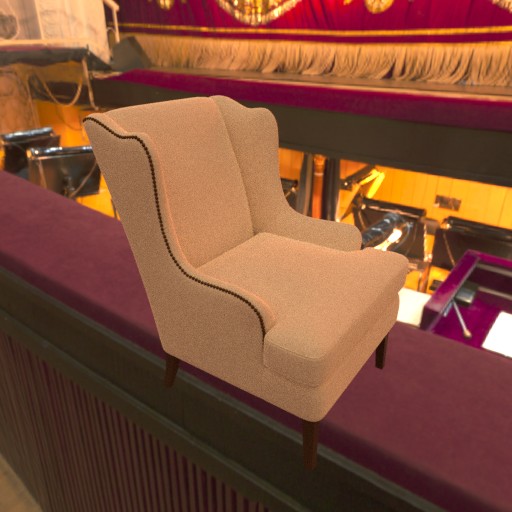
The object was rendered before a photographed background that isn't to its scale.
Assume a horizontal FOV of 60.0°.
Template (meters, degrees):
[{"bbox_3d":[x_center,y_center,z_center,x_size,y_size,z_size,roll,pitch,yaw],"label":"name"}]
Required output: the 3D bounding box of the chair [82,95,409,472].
[{"bbox_3d":[0.000,0.000,1.637,0.940,1.029,0.737,18,31,32],"label":"chair"}]
